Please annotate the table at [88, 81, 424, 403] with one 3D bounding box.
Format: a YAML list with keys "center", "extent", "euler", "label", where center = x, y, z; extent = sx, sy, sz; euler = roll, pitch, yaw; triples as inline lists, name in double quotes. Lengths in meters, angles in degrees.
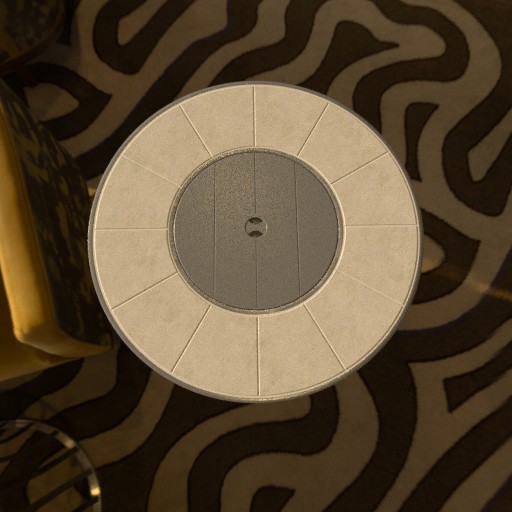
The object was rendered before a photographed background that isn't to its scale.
- center: [0.000, 0.000, 1.527]
  extent: [0.914, 0.650, 0.914]
  euler: [0, 76, 0]
  label: "table"
